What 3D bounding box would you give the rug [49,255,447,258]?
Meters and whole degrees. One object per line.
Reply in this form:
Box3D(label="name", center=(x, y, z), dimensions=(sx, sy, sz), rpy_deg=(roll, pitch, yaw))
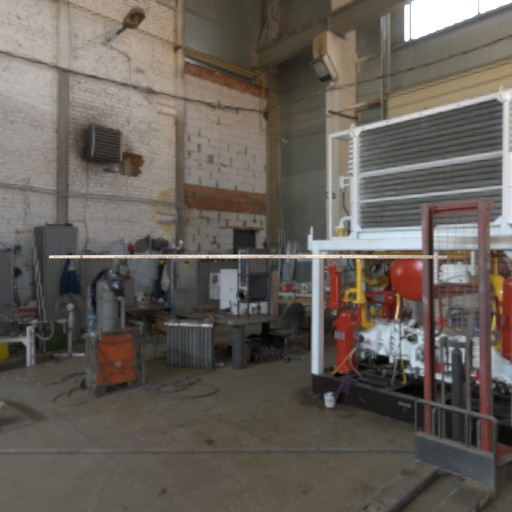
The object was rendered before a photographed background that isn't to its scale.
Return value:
Box3D(label="rug", center=(0.000, 0.000, 4.051), dimensions=(2.317, 0.016, 2.959), rpy_deg=(0, 0, 3))
